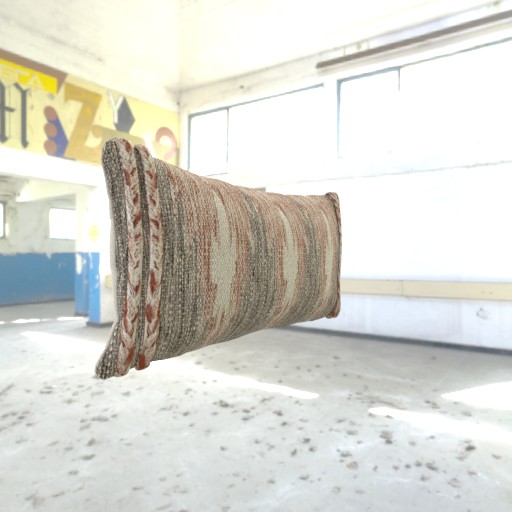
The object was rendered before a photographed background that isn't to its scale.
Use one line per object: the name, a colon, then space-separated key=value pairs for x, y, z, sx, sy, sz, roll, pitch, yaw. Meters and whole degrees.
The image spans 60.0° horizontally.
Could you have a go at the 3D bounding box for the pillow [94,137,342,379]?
pillow: x=0.000 y=0.000 z=0.760 sx=0.139 sy=0.282 sz=0.635 roll=0 pitch=1 yaw=36
